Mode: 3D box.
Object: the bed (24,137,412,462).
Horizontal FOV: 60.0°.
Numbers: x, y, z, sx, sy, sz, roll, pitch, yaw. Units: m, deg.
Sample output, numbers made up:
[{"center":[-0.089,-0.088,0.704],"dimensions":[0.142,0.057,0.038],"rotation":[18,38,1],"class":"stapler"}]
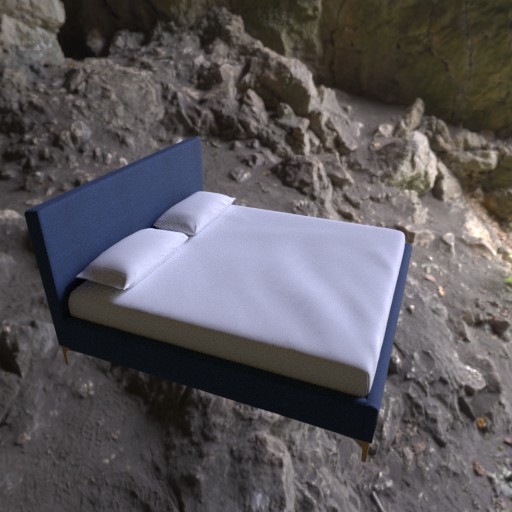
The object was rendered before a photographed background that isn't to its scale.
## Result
[{"center":[0.000,0.000,3.455],"dimensions":[2.232,1.231,2.096],"rotation":[11,30,19],"class":"bed"}]
